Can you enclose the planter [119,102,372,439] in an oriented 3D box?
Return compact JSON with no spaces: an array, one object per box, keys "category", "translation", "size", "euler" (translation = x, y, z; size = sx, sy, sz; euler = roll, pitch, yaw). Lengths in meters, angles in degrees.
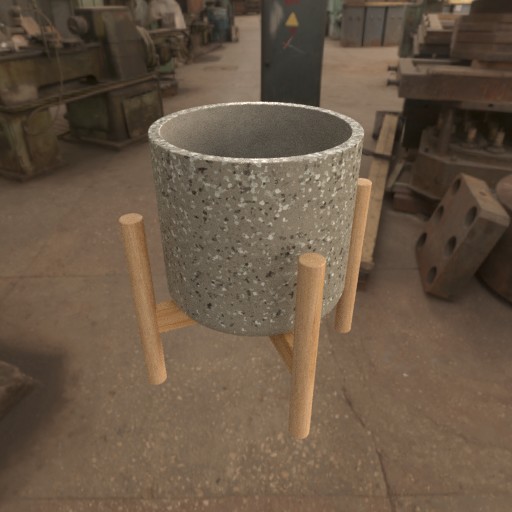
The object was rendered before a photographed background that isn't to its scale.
[{"category":"planter","translation":[0.000,0.000,0.549],"size":[0.284,0.320,0.284],"euler":[1,32,1]}]
